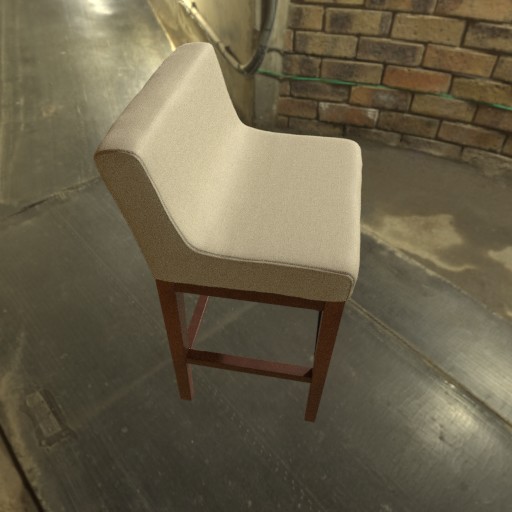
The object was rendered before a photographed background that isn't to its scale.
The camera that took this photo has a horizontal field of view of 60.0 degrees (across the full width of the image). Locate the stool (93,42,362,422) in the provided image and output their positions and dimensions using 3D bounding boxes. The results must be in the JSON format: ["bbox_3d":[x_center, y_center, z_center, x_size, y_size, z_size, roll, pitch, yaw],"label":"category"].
[{"bbox_3d":[0.000,0.000,1.214,0.500,0.937,0.511,7,46,7],"label":"stool"}]
